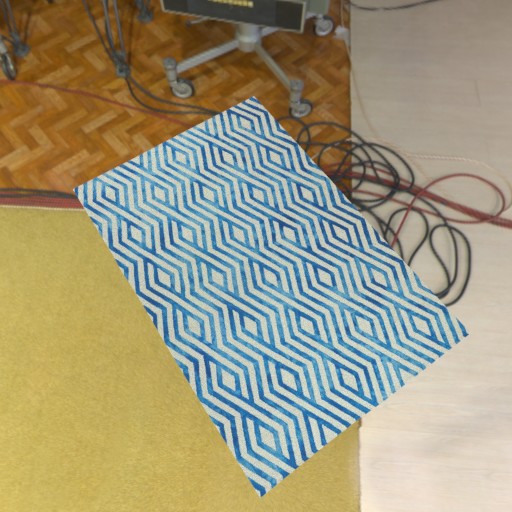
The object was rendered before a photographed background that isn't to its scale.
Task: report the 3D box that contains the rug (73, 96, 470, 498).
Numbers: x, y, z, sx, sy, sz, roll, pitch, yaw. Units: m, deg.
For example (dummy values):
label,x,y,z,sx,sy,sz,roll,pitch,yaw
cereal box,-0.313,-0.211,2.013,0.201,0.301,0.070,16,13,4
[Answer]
label,x,y,z,sx,sy,sz,roll,pitch,yaw
rug,0.000,0.000,2.287,1.225,0.008,1.830,-32,69,-14
